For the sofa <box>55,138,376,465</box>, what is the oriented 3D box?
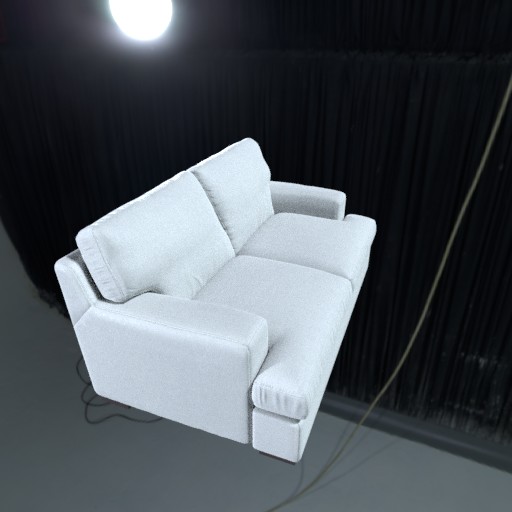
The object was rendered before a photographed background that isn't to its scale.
[{"bbox_3d":[0.000,0.000,2.553,1.143,0.940,1.880,10,30,19],"label":"sofa"}]
